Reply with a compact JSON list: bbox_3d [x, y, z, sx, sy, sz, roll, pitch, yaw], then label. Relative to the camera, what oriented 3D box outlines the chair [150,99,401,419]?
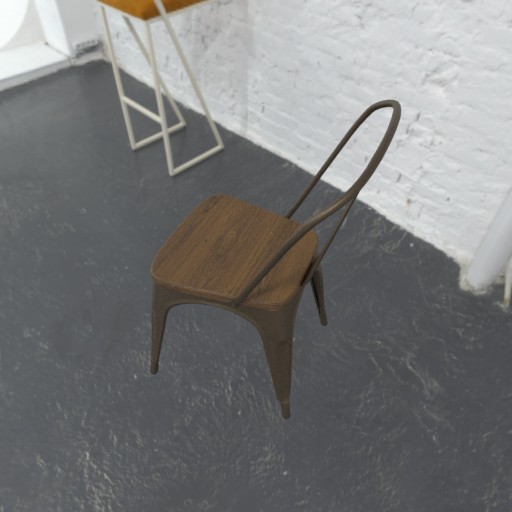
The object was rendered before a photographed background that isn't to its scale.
[{"bbox_3d":[0.000,0.000,1.152,0.532,0.844,0.451,18,48,17],"label":"chair"}]
